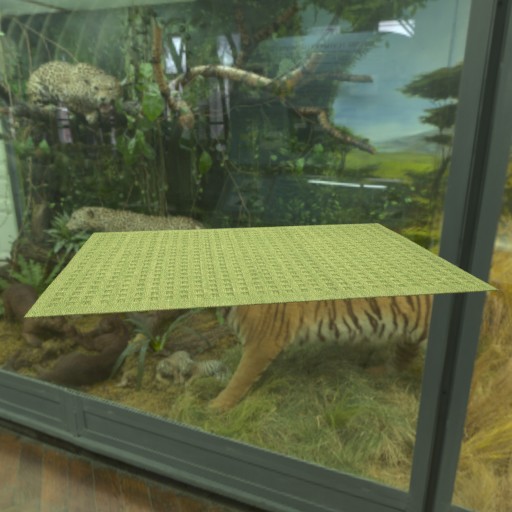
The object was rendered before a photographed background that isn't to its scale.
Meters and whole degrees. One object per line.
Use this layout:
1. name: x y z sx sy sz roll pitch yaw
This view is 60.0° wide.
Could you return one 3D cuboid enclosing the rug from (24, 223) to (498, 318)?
1. rug: 0.000 0.000 2.830 2.297 0.007 1.529 -2 17 -8
